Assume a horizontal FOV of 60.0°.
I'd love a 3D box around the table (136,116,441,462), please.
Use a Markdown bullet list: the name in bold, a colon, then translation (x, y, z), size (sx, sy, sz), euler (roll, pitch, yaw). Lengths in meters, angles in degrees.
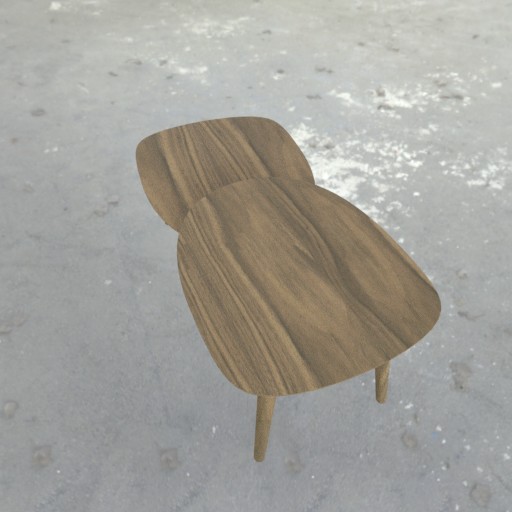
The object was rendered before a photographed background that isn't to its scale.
- **table**: translation (0.000, 0.000, 1.335), size (0.527, 0.429, 1.084), euler (-16, 49, -14)
